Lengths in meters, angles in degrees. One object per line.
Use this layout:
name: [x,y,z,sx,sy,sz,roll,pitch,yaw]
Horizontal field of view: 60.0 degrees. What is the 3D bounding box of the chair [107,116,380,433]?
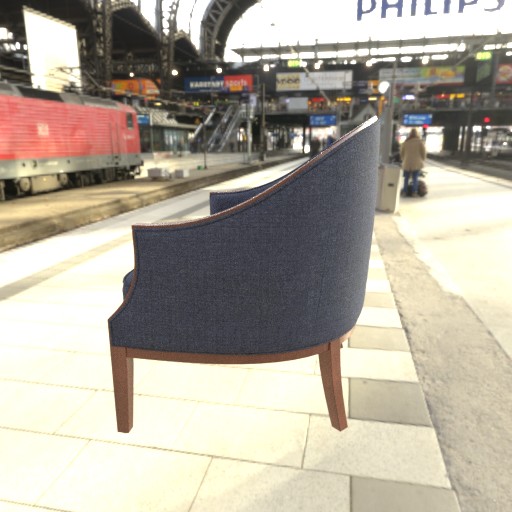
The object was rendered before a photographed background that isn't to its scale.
chair: [0.000,0.000,1.465,0.735,0.876,0.803,2,15,9]
